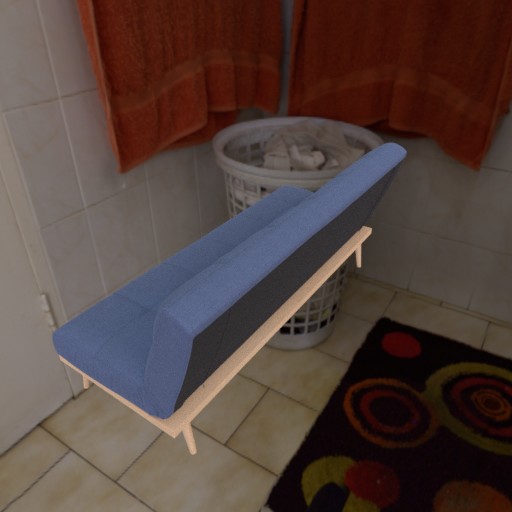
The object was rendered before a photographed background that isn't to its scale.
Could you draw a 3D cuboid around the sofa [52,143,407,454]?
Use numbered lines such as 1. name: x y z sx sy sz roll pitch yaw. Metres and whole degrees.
1. sofa: 0.000 0.000 2.187 0.796 0.800 1.800 20 38 29
